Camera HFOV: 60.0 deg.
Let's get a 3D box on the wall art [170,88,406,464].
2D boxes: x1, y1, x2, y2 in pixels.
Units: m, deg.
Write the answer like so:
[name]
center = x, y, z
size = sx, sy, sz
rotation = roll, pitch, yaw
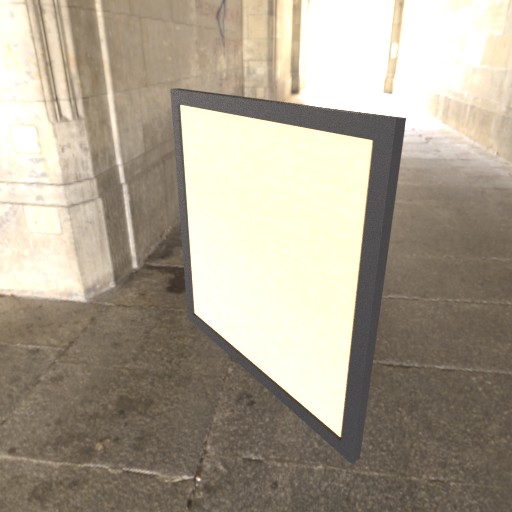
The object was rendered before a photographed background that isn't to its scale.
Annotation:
[wall art]
center = 0.000, 0.000, 0.530
size = 0.013, 0.356, 0.356
rotation = -18, 30, -33
